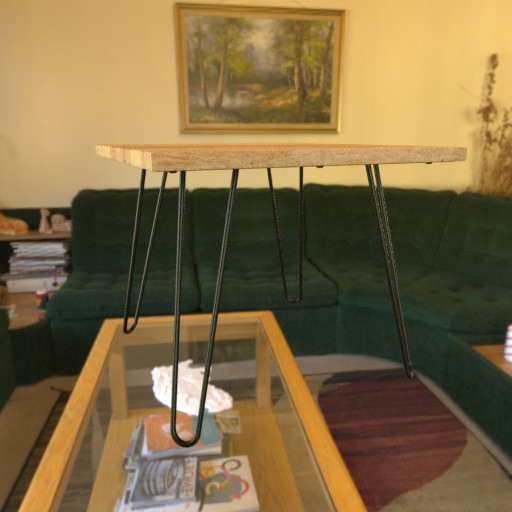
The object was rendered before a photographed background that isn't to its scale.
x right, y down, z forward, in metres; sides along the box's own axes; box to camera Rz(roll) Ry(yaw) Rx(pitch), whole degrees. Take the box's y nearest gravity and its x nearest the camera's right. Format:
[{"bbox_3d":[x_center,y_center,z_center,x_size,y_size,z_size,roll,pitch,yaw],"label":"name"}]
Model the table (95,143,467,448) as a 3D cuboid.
[{"bbox_3d":[0.000,0.000,1.035,0.599,0.500,0.599,-7,17,-25],"label":"table"}]
